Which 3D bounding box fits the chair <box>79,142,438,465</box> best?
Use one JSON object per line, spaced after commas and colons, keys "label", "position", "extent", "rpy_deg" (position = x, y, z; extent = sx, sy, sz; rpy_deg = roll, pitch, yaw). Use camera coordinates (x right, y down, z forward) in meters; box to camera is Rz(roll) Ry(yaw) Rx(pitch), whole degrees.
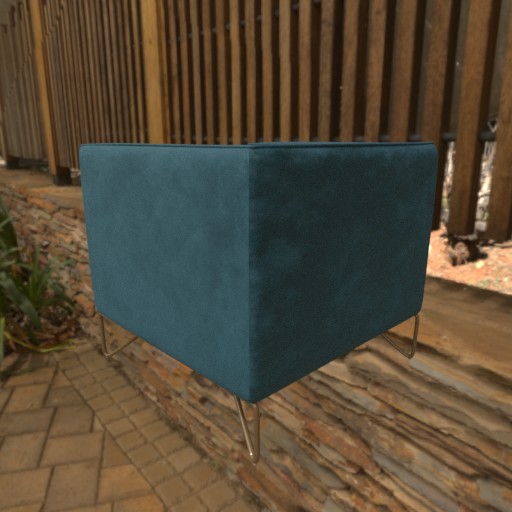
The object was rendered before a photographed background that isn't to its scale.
{"label": "chair", "position": [0.000, 0.000, 1.583], "extent": [0.880, 0.790, 0.894], "rpy_deg": [-14, 20, -42]}
